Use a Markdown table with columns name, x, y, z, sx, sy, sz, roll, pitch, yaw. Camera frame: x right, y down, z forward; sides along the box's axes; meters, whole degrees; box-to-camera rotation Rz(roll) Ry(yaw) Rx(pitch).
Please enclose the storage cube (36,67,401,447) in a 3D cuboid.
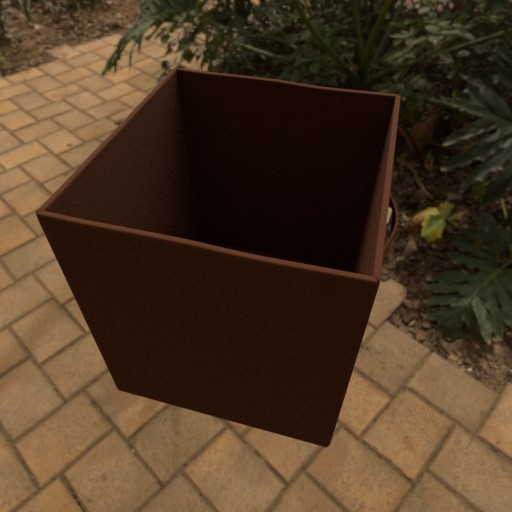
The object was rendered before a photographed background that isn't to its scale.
| name | x | y | z | sx | sy | sz | roll | pitch | yaw |
| --- | --- | --- | --- | --- | --- | --- | --- | --- | --- |
| storage cube | 0.000 | 0.000 | 0.490 | 0.270 | 0.280 | 0.270 | 11 | 47 | 11 |
